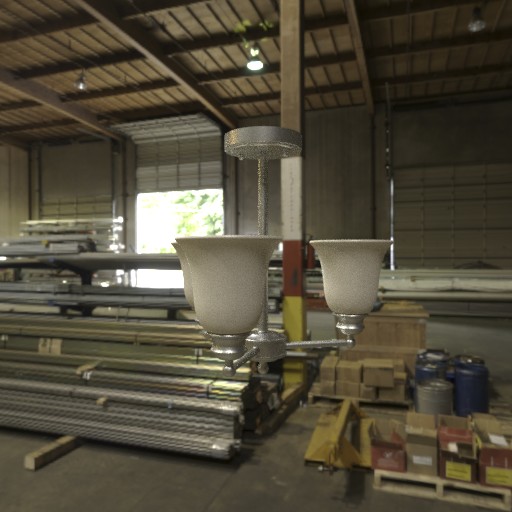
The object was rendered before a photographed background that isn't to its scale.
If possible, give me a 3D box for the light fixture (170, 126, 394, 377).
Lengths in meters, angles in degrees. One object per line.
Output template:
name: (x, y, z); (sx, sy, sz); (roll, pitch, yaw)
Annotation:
light fixture: (0.000, 0.000, 0.658); (0.388, 0.370, 0.354); (0, 0, 18)
